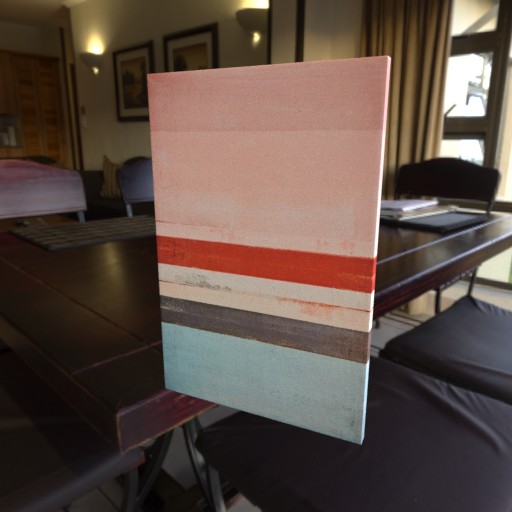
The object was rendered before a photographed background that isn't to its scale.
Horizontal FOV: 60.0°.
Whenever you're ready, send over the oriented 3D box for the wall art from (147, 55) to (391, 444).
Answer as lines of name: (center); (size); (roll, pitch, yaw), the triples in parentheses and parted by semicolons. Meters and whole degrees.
wall art: (0.000, 0.000, 1.154); (0.610, 0.914, 0.038); (7, 16, 25)
